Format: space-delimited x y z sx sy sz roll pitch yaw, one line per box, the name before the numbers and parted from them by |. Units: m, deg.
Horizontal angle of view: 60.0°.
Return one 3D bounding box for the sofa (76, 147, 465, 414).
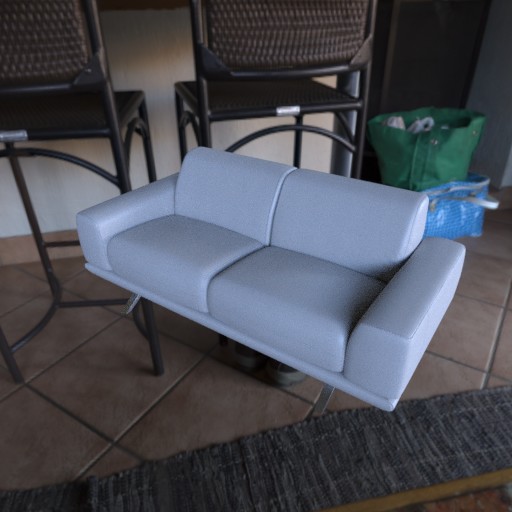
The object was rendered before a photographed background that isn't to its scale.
sofa | 0.000 0.000 2.378 1.901 0.772 0.900 19 35 29
